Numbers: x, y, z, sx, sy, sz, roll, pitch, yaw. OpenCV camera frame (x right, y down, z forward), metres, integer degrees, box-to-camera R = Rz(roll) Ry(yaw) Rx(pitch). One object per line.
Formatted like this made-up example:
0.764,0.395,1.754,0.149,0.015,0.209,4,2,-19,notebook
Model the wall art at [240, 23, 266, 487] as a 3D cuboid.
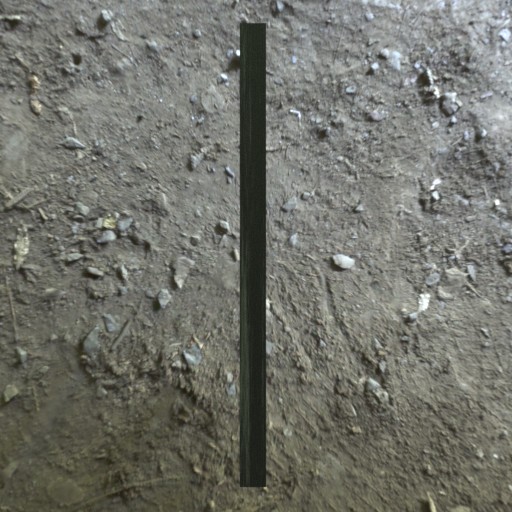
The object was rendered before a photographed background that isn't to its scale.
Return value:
0.000,0.000,1.107,0.043,0.758,0.762,0,90,1,wall art
